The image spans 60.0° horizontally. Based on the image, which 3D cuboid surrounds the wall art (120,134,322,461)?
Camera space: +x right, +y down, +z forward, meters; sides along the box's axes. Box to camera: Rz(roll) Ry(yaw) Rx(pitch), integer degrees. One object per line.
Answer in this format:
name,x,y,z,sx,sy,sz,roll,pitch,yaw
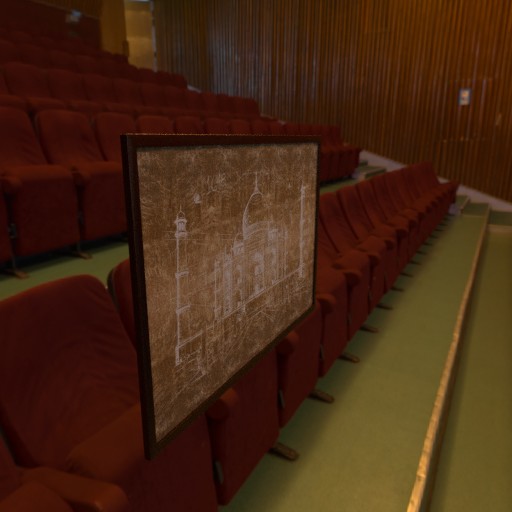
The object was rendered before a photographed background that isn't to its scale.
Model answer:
wall art,0.000,0.000,1.062,0.014,0.559,0.816,8,17,27
